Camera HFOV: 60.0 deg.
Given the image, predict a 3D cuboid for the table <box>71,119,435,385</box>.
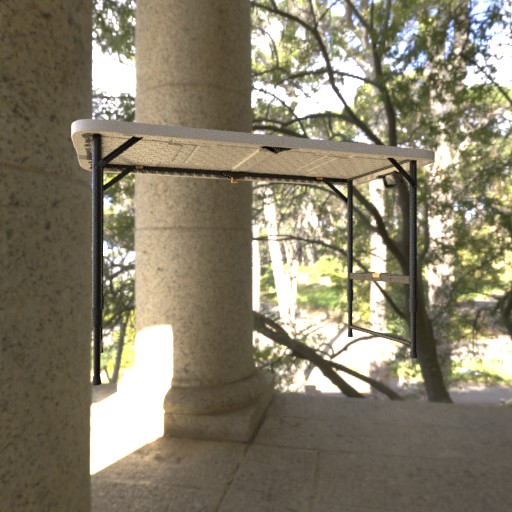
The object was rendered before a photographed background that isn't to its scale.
[{"bbox_3d":[0.000,0.000,1.652,1.245,0.737,0.611,0,0,-18],"label":"table"}]
